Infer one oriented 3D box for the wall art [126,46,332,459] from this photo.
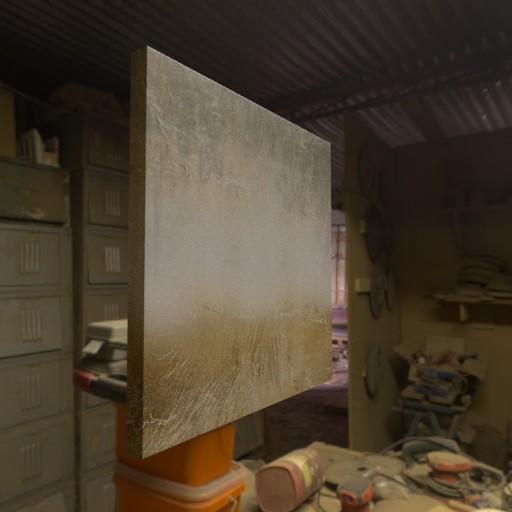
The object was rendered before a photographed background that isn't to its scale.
[{"bbox_3d":[0.000,0.000,0.910,0.038,0.610,0.610,-2,-3,36],"label":"wall art"}]
